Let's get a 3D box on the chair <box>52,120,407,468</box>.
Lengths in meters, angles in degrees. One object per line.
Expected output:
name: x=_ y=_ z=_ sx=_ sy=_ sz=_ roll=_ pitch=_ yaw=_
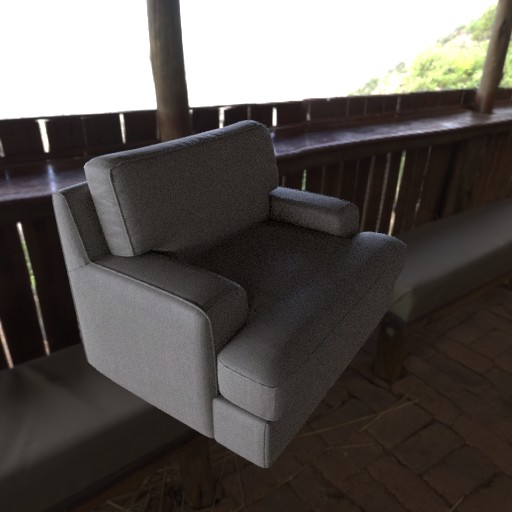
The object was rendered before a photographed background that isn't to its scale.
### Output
chair: x=0.000 y=0.000 z=1.962 sx=1.043 sy=0.974 sz=1.270 roll=17 pitch=31 yaw=30
